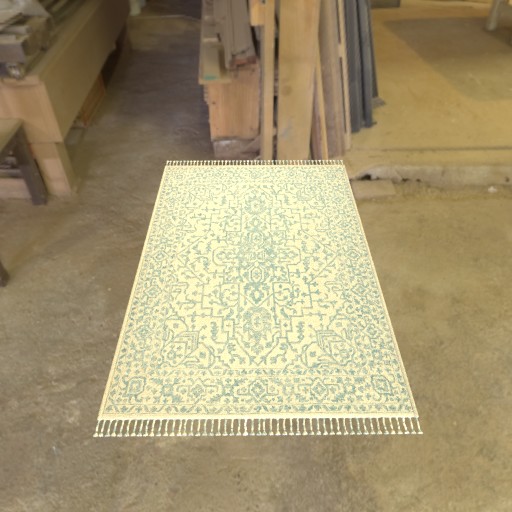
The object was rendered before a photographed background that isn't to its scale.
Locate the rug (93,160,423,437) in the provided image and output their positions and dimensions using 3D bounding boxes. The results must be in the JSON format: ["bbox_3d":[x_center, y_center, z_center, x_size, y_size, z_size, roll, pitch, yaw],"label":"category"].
[{"bbox_3d":[0.000,0.000,2.939,1.524,0.010,2.438,0,43,0],"label":"rug"}]
